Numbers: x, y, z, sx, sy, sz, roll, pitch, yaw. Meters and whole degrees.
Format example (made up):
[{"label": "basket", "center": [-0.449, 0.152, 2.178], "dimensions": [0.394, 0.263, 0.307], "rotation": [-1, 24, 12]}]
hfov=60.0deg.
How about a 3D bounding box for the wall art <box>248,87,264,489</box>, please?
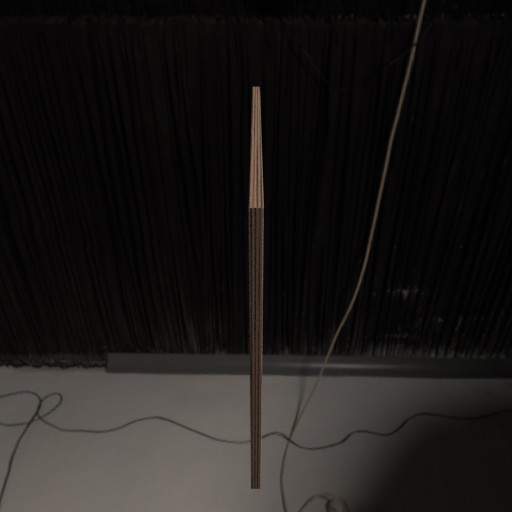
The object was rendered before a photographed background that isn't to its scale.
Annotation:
[{"label": "wall art", "center": [0.000, 0.000, 0.692], "dimensions": [0.013, 0.406, 0.508], "rotation": [0, 32, 0]}]
